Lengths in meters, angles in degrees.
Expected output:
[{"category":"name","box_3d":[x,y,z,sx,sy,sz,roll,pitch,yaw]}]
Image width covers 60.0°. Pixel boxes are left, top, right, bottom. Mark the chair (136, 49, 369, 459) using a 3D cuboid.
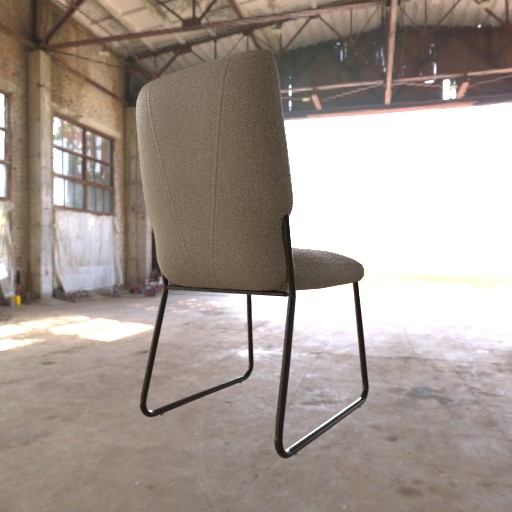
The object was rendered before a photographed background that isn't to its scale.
[{"category":"chair","box_3d":[0.000,0.000,1.206,0.448,0.864,0.560,0,0,35]}]
